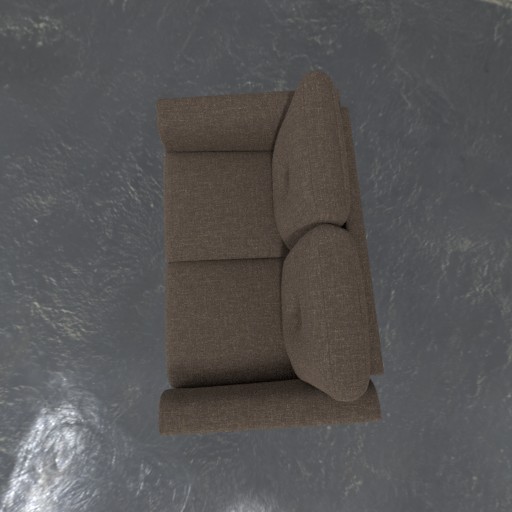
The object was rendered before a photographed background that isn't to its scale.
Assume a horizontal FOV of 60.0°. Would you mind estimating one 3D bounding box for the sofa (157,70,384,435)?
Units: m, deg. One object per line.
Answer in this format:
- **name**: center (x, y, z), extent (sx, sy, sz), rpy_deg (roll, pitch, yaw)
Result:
- **sofa**: center (0.000, 0.000, 1.988), extent (0.851, 0.885, 1.423), rpy_deg (-4, 75, -1)
